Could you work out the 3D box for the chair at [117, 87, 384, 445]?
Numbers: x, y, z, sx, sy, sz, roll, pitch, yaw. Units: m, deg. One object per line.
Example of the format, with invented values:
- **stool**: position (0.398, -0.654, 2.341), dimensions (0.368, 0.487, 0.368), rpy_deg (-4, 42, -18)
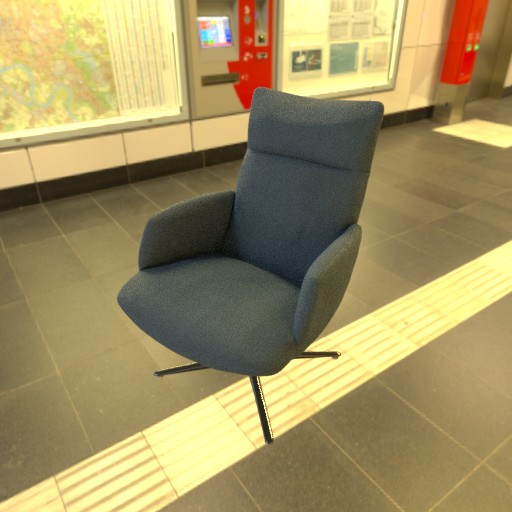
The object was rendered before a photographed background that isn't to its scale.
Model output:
- **chair**: position (0.000, 0.000, 1.609), dimensions (0.711, 1.016, 0.889), rpy_deg (19, 35, 30)
